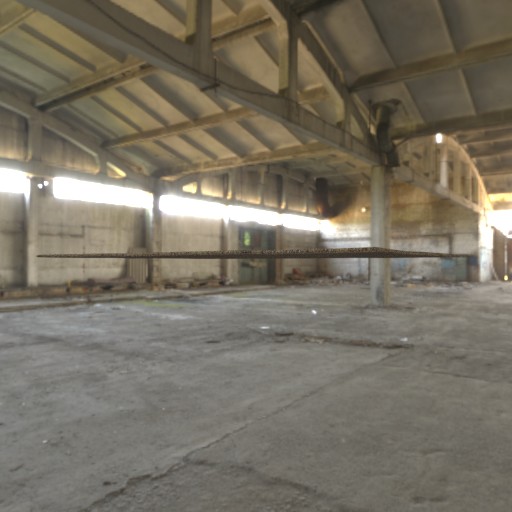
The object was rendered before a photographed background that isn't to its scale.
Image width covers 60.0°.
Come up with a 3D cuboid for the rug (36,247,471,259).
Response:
[{"bbox_3d":[0.000,0.000,4.086,3.199,0.036,2.414,-1,-1,36],"label":"rug"}]
